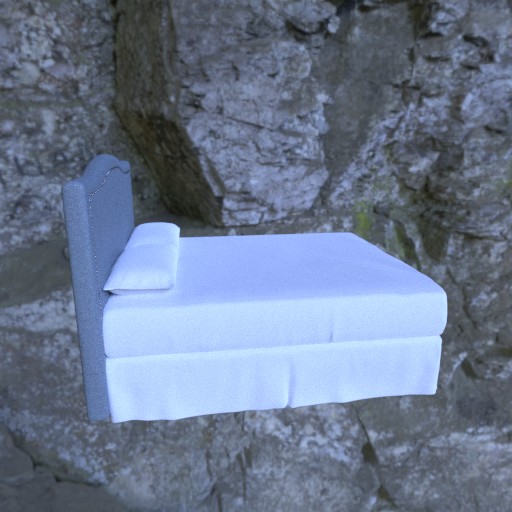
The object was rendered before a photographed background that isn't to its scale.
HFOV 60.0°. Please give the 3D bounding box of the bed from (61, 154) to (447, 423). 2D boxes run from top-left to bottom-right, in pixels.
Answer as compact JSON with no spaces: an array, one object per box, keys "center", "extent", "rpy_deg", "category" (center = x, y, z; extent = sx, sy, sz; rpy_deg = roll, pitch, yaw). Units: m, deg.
[{"center":[0.000,0.000,3.230],"extent":[2.143,1.460,1.753],"rpy_deg":[-2,16,-8],"category":"bed"}]
